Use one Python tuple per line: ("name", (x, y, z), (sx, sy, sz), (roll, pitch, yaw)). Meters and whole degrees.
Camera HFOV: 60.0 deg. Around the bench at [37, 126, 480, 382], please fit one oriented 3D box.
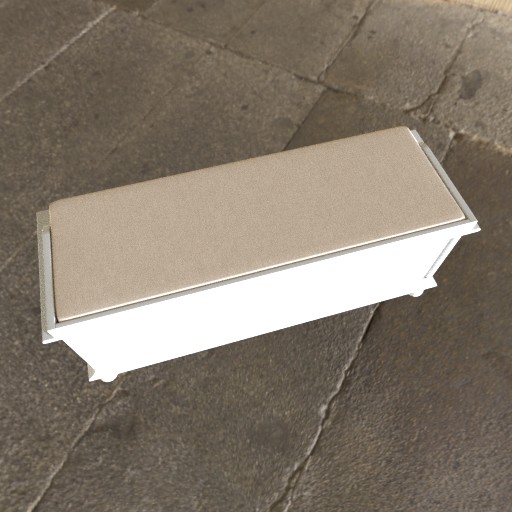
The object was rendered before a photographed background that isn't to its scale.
("bench", (0.000, 0.000, 1.414), (1.185, 0.486, 0.402), (-14, 60, -8))
